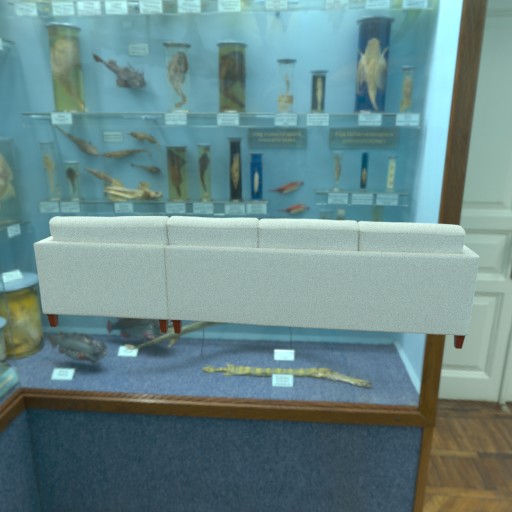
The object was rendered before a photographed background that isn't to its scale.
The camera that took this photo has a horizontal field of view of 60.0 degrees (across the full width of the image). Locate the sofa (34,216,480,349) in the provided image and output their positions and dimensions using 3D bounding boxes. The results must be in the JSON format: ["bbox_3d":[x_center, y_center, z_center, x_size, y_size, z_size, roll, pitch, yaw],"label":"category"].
[{"bbox_3d":[0.000,0.000,4.203,3.471,0.954,1.606,2,16,7],"label":"sofa"}]
